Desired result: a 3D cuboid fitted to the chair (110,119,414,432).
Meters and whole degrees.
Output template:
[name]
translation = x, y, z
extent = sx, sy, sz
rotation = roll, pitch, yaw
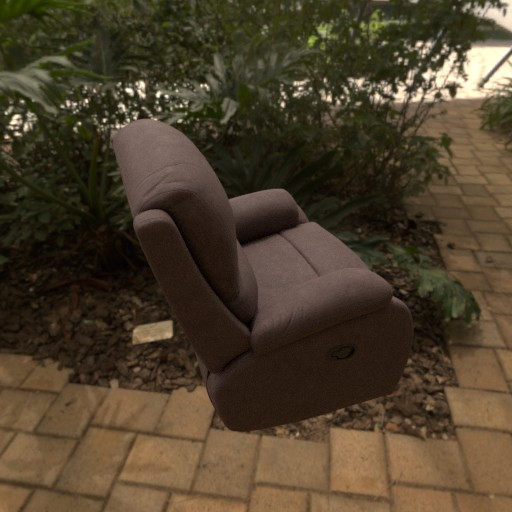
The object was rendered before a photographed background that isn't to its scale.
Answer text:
[chair]
translation = 0.000, 0.000, 1.698
extent = 0.899, 1.011, 0.930
rotation = -10, 32, -17
